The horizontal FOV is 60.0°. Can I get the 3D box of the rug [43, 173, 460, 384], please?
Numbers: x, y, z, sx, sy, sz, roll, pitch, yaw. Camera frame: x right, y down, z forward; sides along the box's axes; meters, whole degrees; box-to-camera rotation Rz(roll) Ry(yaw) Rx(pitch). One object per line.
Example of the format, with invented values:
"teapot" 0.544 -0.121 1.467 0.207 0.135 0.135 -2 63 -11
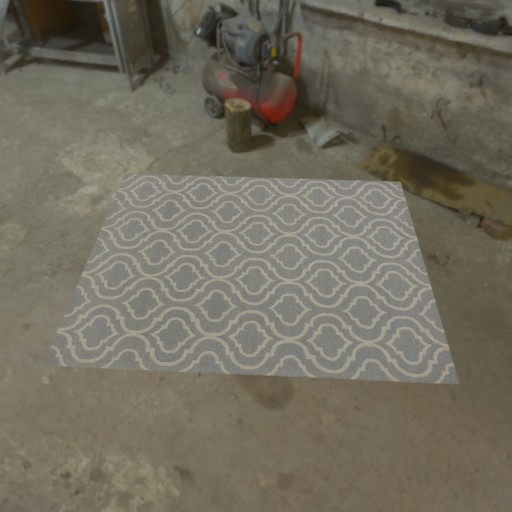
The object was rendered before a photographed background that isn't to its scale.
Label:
"rug" 0.000 0.000 3.863 2.892 0.006 2.283 2 46 2
